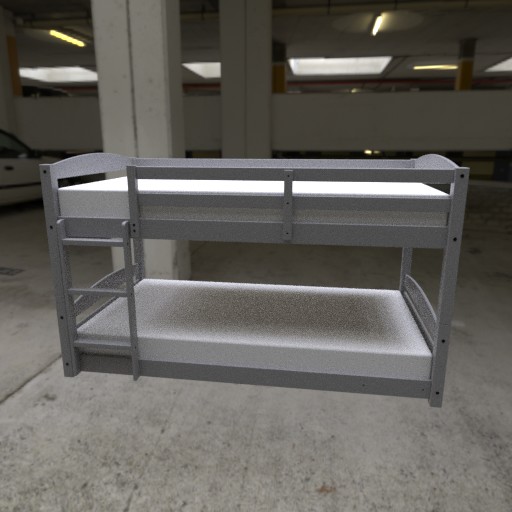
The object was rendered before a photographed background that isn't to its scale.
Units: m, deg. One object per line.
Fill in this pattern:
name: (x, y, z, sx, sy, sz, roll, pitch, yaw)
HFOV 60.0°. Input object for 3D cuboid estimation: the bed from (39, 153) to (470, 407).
bed: (0.000, 0.000, 2.682, 2.013, 1.206, 1.105, 2, 15, 8)
